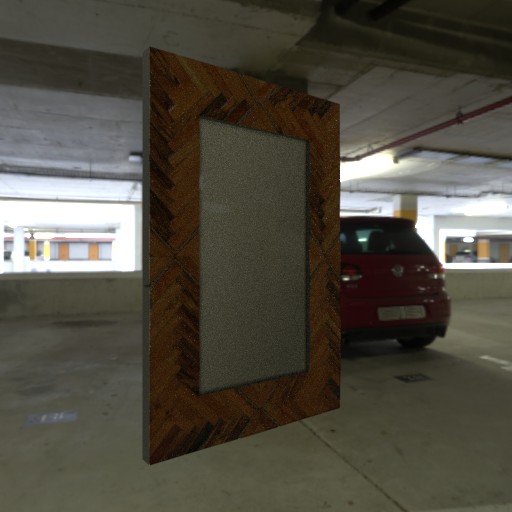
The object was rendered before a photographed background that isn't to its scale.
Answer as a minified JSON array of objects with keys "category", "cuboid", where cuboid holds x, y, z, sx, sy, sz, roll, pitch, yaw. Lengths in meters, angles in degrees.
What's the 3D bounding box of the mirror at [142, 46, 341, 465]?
[{"category":"mirror","cuboid":[0.000,0.000,1.160,0.606,0.912,0.044,0,0,-37]}]
